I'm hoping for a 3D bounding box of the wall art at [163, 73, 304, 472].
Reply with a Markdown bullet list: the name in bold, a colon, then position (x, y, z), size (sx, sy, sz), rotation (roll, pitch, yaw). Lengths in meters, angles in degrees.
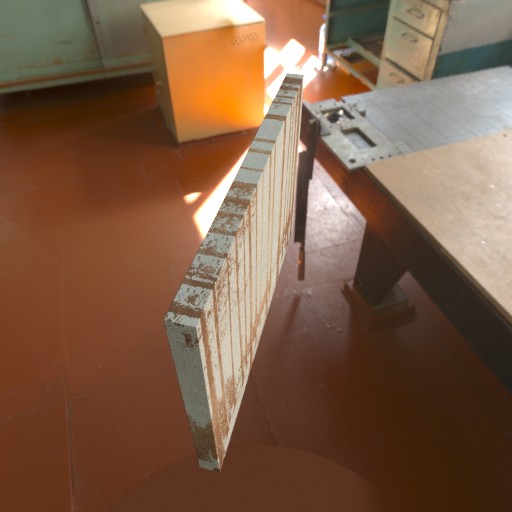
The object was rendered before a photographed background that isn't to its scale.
- **wall art**: position (0.000, 0.000, 0.793), size (0.035, 0.405, 0.609), rotation (10, 46, 10)
